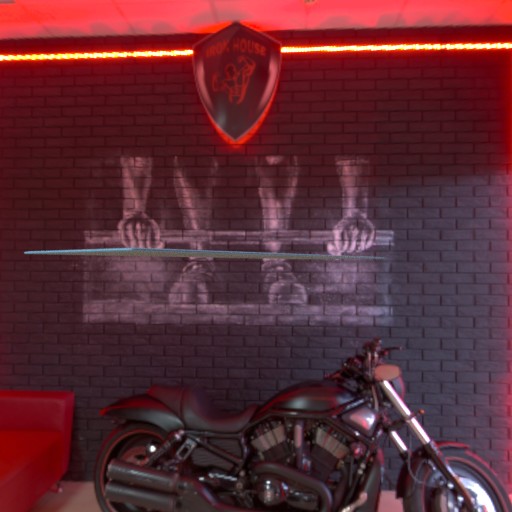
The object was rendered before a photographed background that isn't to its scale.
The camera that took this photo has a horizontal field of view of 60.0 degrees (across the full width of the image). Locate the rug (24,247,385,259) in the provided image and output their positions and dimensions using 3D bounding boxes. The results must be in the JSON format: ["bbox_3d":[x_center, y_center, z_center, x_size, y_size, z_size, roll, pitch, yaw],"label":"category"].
[{"bbox_3d":[0.000,0.000,2.434,0.662,0.011,2.196,-1,-1,36],"label":"rug"}]
